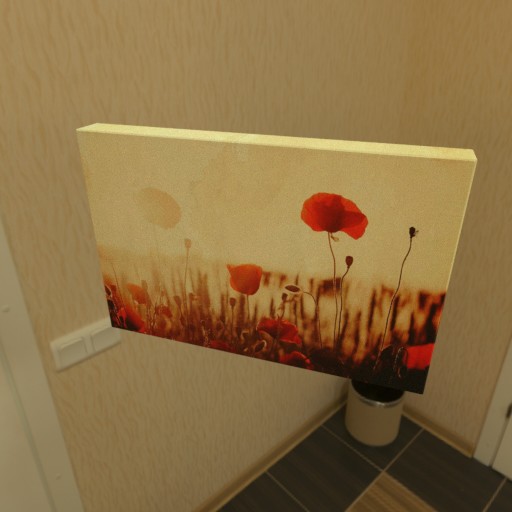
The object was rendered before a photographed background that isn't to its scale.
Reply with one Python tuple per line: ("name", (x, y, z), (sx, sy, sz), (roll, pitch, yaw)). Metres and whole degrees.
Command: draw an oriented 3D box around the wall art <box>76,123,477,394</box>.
("wall art", (0.000, 0.000, 0.478), (0.383, 0.251, 0.037), (9, 28, 16))
